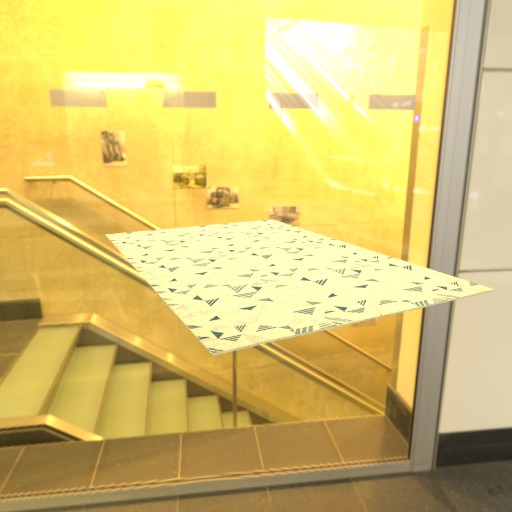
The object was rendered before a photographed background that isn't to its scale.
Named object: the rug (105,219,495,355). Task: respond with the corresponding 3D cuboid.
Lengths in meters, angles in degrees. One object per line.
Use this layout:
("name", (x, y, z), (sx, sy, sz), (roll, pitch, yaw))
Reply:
("rug", (0.000, 0.000, 2.277), (1.206, 0.003, 1.835), (-7, 16, -26))
